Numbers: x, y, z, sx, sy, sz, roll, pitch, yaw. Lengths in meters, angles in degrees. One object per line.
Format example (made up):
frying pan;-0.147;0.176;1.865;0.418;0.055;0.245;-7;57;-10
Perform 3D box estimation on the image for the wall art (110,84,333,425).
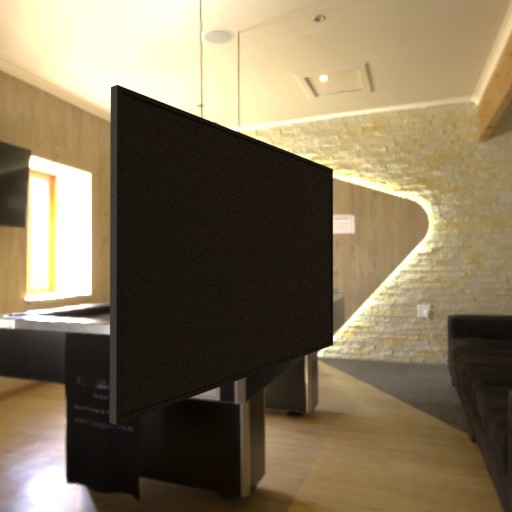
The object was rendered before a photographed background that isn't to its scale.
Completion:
wall art;0.000;0.000;1.543;0.028;0.805;1.190;0;-1;35
